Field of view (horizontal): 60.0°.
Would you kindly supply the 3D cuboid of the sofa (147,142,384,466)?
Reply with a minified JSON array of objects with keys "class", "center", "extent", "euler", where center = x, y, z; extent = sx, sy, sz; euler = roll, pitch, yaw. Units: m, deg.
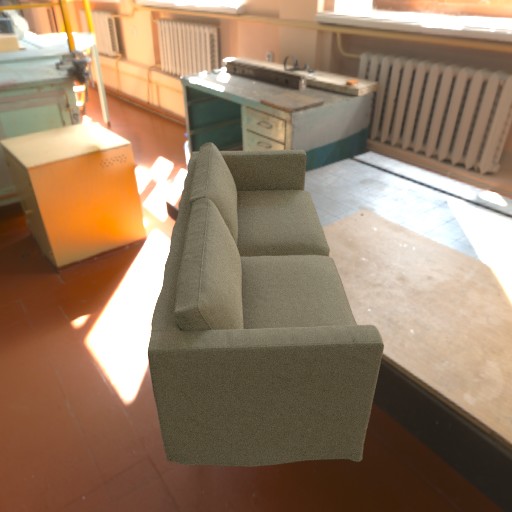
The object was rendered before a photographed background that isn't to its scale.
[{"class":"sofa","center":[0.000,0.000,2.785],"extent":[0.956,0.847,2.296],"euler":[-1,32,-2]}]
